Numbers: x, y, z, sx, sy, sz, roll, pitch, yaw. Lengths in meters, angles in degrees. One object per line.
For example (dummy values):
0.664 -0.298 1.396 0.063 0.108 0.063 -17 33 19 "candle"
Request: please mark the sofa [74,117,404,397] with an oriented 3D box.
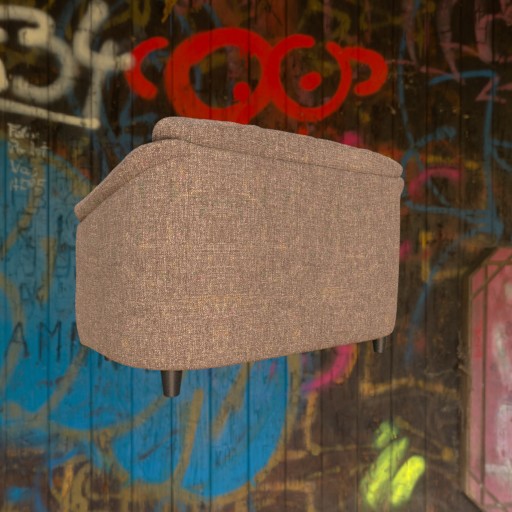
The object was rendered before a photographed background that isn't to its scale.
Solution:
0.000 0.000 1.956 1.404 0.895 0.799 0 1 -37 "sofa"
